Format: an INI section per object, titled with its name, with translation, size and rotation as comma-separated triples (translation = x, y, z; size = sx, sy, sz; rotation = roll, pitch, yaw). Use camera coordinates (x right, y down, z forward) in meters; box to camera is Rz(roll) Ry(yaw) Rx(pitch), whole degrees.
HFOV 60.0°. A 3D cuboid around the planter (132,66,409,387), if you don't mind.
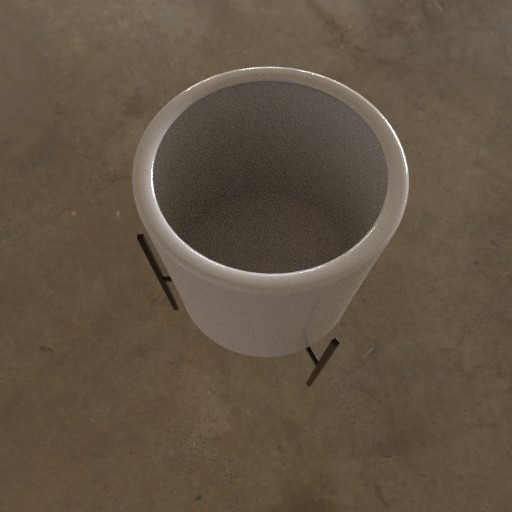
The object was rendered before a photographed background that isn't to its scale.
[planter]
translation = 0.000, 0.000, 0.641
size = 0.308, 0.431, 0.307
rotation = -2, 65, -1
